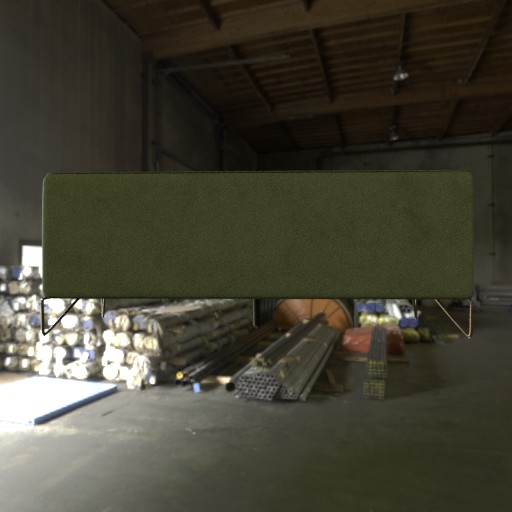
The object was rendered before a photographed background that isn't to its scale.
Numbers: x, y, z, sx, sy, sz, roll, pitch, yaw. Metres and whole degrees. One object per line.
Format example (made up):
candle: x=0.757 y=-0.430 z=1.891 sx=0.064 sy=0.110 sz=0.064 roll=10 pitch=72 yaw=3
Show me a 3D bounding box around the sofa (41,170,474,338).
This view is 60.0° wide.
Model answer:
sofa: x=0.000 y=0.000 z=2.507 sx=2.087 sy=0.789 sz=0.867 roll=0 pitch=-1 yaw=2
